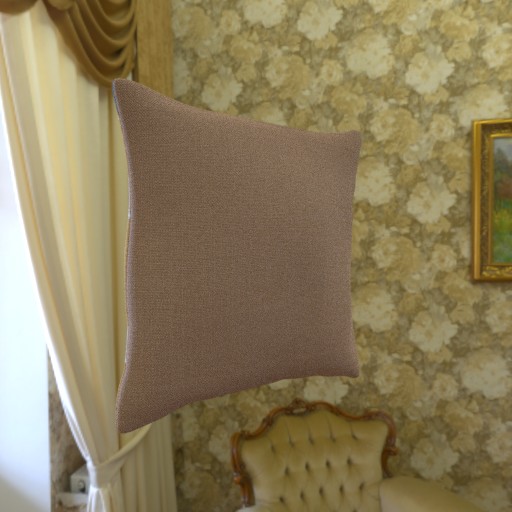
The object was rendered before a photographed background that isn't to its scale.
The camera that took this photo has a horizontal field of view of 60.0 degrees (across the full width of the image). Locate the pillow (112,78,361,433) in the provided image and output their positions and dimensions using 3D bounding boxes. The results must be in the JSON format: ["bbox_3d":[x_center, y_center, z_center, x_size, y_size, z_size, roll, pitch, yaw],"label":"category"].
[{"bbox_3d":[0.000,0.000,0.734,0.478,0.479,0.158,-1,1,-35],"label":"pillow"}]
